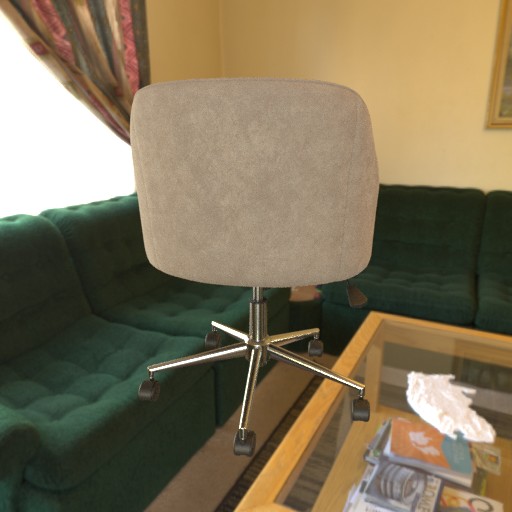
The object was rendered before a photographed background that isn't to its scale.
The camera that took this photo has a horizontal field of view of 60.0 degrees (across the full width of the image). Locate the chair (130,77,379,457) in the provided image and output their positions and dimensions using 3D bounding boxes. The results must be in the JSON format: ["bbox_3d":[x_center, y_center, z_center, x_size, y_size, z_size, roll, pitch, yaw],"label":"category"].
[{"bbox_3d":[0.000,0.000,1.185,0.635,0.831,0.573,3,16,10],"label":"chair"}]
